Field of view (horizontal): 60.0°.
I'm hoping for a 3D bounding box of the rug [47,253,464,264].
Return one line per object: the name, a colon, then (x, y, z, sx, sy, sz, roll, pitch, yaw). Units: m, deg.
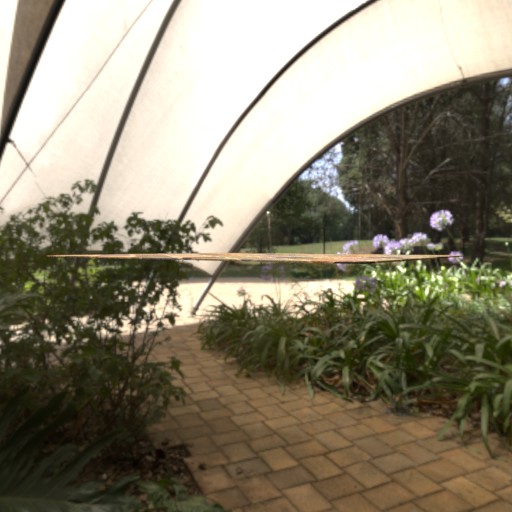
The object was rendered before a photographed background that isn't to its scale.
rug: (0.000, 0.000, 4.252, 3.200, 0.013, 2.439, 1, 1, 37)
